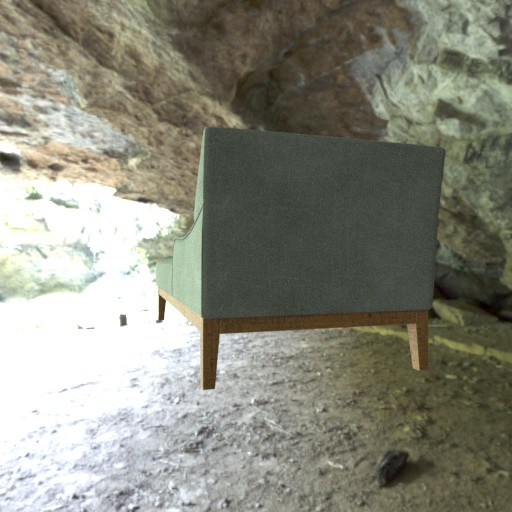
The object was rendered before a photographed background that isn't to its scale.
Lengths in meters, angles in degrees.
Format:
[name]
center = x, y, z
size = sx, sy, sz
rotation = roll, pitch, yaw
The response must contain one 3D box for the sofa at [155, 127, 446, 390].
[sofa]
center = 0.000, 0.000, 2.306
size = 0.894, 0.859, 1.779
rotation = 0, 0, -17
